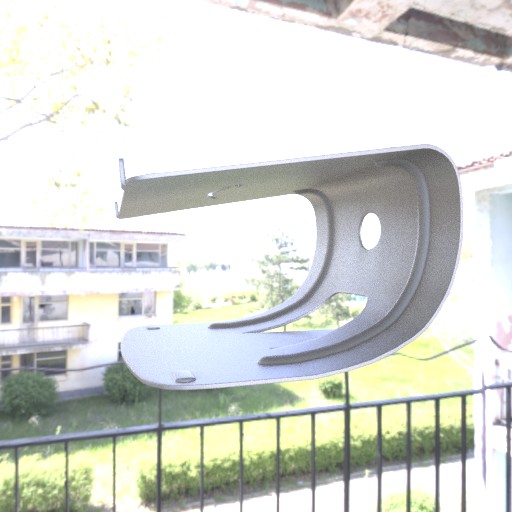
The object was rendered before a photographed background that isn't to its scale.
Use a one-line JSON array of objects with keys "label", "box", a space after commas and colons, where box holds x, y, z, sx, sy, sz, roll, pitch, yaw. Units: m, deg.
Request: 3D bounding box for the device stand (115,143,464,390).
[{"label": "device stand", "box": [0.000, 0.000, 0.392, 0.236, 0.155, 0.256, 0, 0, -18]}]
